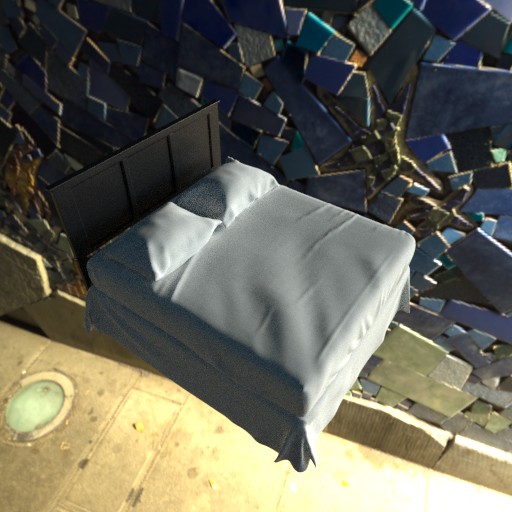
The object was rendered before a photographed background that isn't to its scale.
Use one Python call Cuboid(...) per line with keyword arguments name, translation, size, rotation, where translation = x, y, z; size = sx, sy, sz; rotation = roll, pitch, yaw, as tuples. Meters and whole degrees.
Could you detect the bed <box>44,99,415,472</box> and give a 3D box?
Cuboid(name="bed", translation=(0.000, 0.000, 3.205), size=(2.050, 1.270, 1.870), rotation=(26, 48, 26))
